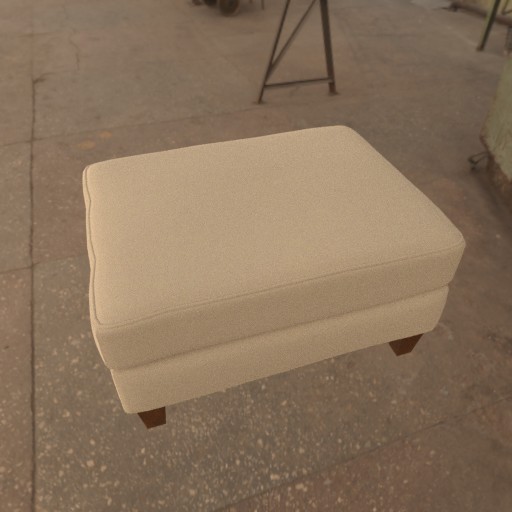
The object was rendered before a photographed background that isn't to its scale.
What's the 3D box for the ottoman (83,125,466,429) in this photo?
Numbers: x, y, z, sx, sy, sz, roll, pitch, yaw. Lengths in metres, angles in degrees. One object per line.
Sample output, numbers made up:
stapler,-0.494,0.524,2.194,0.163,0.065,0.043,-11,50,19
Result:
ottoman,0.000,0.000,1.213,0.818,0.485,0.634,-12,43,-13
